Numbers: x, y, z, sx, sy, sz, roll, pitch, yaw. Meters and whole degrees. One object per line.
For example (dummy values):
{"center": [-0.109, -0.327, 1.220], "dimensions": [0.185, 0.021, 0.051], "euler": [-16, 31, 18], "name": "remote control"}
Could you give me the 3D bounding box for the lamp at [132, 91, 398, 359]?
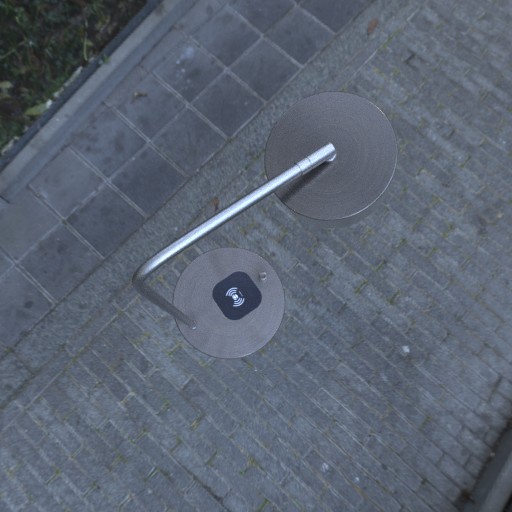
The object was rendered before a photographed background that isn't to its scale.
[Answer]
{"center": [0.000, 0.000, 0.639], "dimensions": [0.334, 0.469, 0.211], "euler": [-33, 78, -8], "name": "lamp"}
